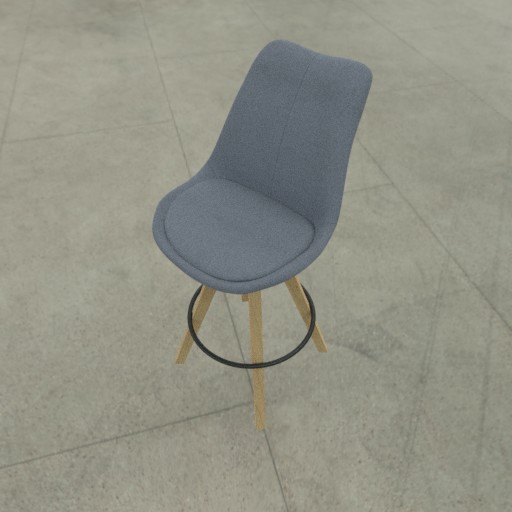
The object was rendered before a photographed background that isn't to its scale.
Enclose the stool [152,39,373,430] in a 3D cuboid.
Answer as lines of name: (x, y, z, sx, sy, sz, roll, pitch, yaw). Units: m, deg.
stool: (0.000, 0.000, 1.398, 0.485, 1.115, 0.550, 30, 53, 26)
